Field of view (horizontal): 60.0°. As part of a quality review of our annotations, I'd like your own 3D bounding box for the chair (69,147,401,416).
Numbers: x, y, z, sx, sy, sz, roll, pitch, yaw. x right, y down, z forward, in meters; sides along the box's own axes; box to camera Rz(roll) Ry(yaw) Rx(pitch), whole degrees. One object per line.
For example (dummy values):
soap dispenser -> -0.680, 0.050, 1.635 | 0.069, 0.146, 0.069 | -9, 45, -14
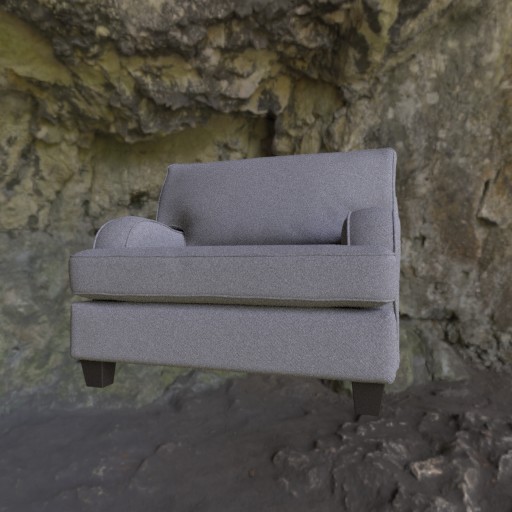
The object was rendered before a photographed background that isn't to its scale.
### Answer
chair -> 0.000, 0.000, 1.966 | 1.220, 1.016, 1.040 | 0, -1, 18
